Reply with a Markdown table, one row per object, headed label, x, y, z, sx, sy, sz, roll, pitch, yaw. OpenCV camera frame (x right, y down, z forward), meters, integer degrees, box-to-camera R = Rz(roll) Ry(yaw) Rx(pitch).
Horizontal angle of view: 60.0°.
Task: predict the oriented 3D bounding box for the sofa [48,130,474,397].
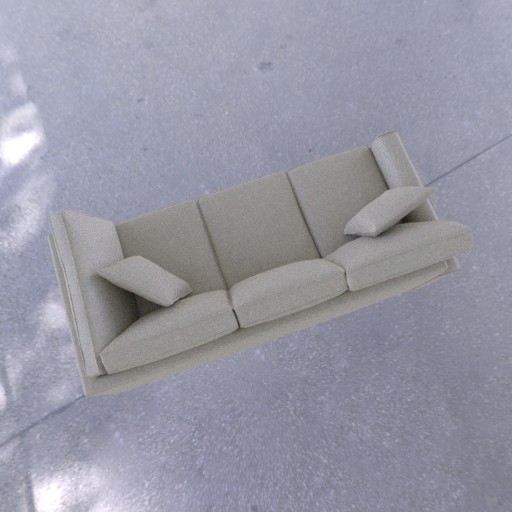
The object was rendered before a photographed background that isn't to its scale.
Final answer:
| label | x | y | z | sx | sy | sz | roll | pitch | yaw |
| --- | --- | --- | --- | --- | --- | --- | --- | --- | --- |
| sofa | 0.000 | 0.000 | 2.872 | 2.317 | 0.962 | 1.061 | -19 | 76 | -5 |
